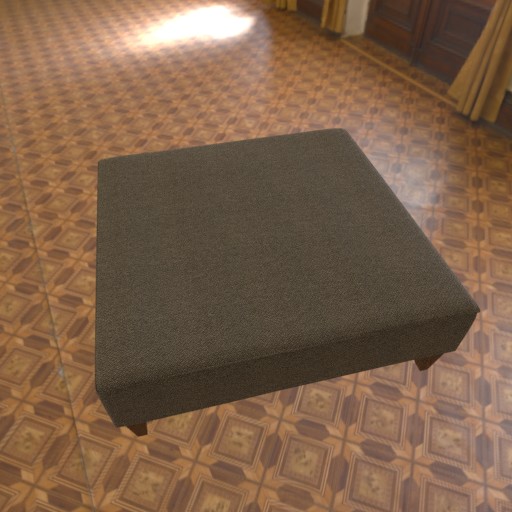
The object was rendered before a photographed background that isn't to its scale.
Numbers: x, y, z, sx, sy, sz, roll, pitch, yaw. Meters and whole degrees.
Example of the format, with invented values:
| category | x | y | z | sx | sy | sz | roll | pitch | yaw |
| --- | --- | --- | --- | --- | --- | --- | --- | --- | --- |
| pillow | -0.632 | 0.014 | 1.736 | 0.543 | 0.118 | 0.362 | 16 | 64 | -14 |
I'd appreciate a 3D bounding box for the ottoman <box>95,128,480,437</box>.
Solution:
| category | x | y | z | sx | sy | sz | roll | pitch | yaw |
| --- | --- | --- | --- | --- | --- | --- | --- | --- | --- |
| ottoman | 0.000 | 0.000 | 1.496 | 0.981 | 0.378 | 0.970 | -10 | 46 | -10 |
